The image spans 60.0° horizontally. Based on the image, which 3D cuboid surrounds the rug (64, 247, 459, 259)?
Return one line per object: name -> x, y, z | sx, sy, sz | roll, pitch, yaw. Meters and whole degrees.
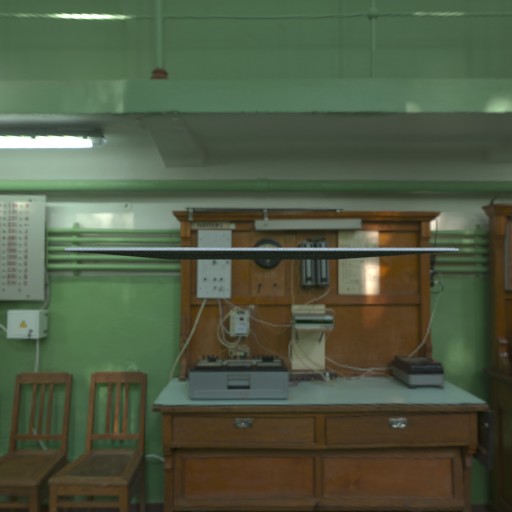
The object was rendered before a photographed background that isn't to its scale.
rug -> 0.000, 0.000, 3.404 | 1.819, 0.018, 2.746 | 0, -1, -1
